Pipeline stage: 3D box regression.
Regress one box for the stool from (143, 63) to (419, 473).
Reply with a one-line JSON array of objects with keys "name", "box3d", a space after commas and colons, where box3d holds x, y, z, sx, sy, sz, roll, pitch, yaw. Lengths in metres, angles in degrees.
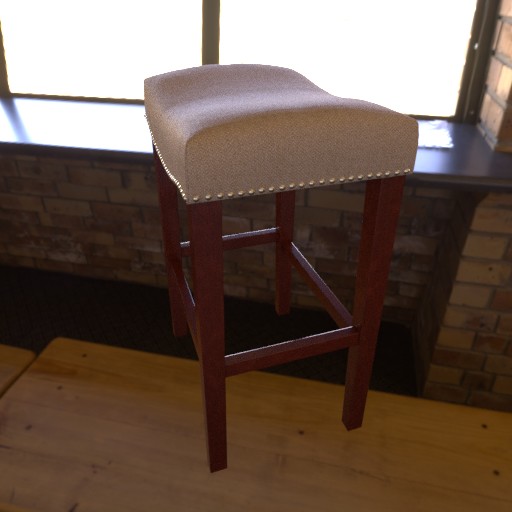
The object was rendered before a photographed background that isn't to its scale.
[{"name": "stool", "box3d": [0.000, 0.000, 0.993, 0.372, 0.742, 0.504, -10, 33, -16]}]
